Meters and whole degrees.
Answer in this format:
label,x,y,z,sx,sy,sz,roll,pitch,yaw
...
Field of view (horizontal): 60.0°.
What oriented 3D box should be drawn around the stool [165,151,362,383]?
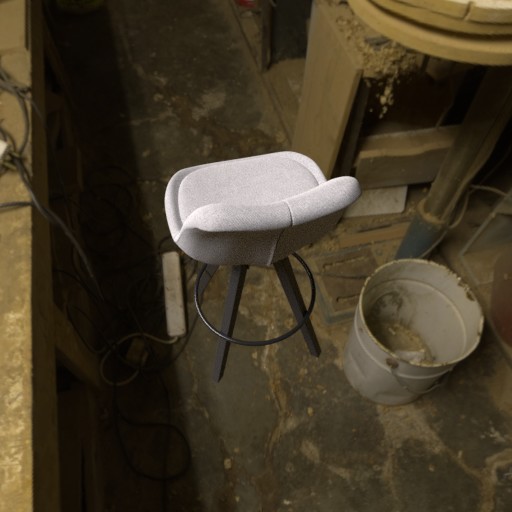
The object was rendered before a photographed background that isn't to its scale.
label,x,y,z,sx,sy,sz,roll,pitch,yaw
stool,0.000,0.000,1.412,0.485,1.115,0.550,-12,58,-8
